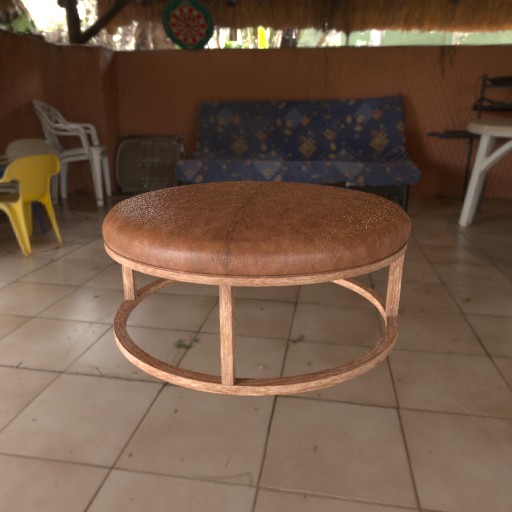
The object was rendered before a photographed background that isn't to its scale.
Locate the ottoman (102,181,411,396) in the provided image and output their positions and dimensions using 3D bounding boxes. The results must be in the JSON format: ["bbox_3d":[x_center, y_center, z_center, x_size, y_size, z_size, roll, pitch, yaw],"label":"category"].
[{"bbox_3d":[0.000,0.000,1.560,1.006,0.445,1.006,0,18,0],"label":"ottoman"}]
